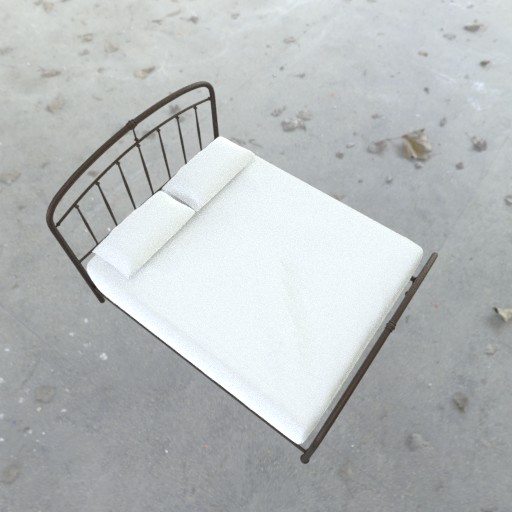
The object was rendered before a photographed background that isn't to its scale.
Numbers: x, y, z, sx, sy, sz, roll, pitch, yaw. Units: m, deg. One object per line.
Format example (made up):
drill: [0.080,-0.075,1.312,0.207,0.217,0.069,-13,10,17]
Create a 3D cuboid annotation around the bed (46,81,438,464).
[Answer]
bed: [0.000,0.000,3.276,2.180,1.425,1.711,33,64,18]
